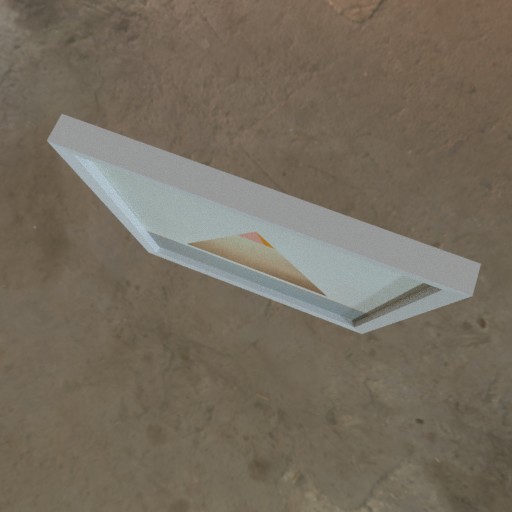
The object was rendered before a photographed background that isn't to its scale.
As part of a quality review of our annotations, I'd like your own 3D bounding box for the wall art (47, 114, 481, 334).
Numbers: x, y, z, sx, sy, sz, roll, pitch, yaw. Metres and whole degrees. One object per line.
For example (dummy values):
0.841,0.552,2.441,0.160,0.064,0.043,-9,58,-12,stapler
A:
0.000,0.000,1.890,1.289,1.291,0.098,21,76,5,wall art
